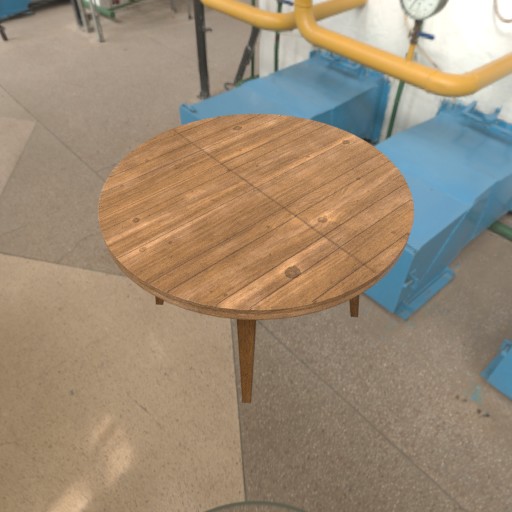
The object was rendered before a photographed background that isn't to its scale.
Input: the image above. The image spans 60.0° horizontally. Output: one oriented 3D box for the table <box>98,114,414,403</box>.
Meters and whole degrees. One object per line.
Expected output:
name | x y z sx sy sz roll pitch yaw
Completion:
table | 0.000 0.000 2.025 1.213 0.764 1.213 0 45 0
